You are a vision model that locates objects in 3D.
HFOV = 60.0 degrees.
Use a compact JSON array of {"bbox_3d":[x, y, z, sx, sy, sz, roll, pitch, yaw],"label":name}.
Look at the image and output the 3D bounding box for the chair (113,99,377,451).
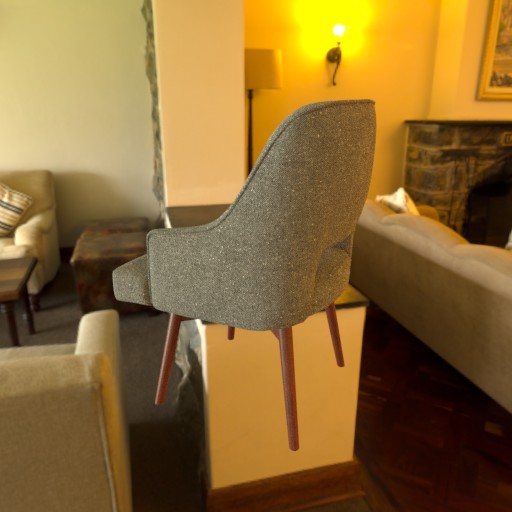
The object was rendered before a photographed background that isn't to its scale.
[{"bbox_3d":[0.000,0.000,1.324,0.629,0.875,0.608,8,20,25],"label":"chair"}]
